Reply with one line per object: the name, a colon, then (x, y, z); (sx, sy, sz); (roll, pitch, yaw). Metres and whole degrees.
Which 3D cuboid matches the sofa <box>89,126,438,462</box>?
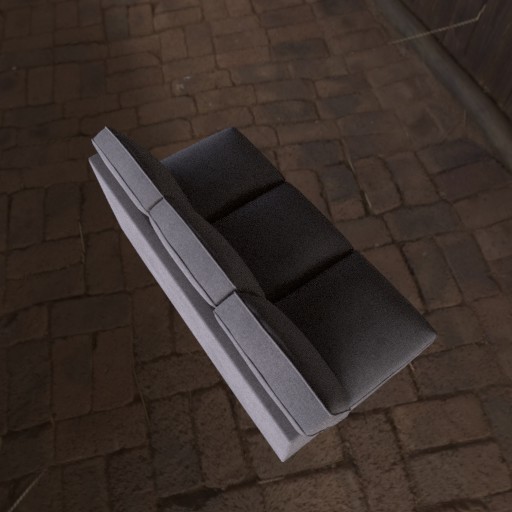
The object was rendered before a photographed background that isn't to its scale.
sofa: (0.000, 0.000, 2.579); (1.027, 0.973, 1.962); (-32, 64, -18)
